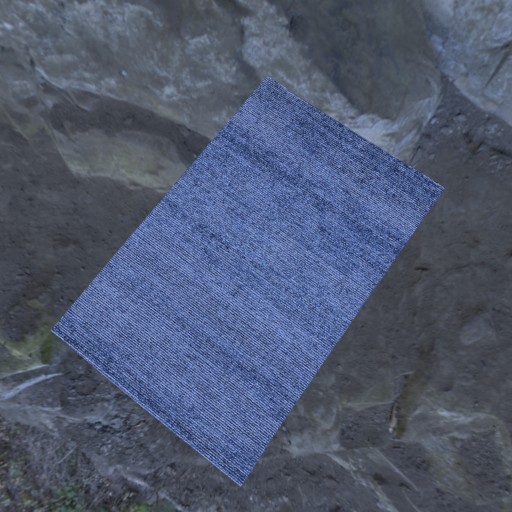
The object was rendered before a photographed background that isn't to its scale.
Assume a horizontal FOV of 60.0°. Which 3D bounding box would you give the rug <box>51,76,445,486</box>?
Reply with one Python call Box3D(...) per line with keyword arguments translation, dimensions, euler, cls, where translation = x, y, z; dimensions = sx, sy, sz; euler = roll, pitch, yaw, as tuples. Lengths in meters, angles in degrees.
Box3D(translation=(0.000, 0.000, 2.240), dimensions=(1.159, 0.025, 1.793), euler=(36, 78, 9), cls="rug")
